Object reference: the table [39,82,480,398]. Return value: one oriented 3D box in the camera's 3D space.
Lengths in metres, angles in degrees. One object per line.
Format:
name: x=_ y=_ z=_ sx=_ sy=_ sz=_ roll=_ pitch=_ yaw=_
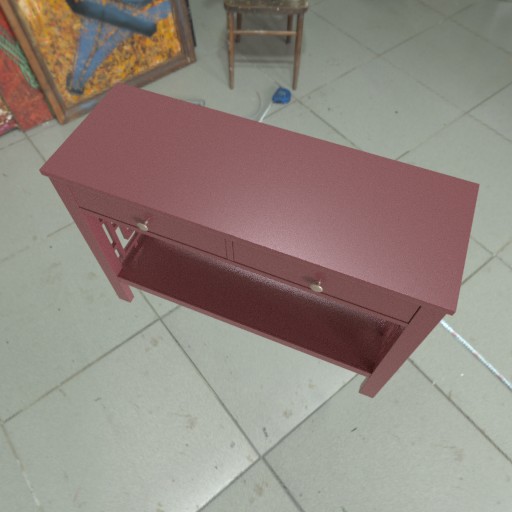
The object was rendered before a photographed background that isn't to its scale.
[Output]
table: x=0.000 y=0.000 z=1.456 sx=1.068 sy=0.753 sz=0.397 roll=19 pitch=60 yaw=12
